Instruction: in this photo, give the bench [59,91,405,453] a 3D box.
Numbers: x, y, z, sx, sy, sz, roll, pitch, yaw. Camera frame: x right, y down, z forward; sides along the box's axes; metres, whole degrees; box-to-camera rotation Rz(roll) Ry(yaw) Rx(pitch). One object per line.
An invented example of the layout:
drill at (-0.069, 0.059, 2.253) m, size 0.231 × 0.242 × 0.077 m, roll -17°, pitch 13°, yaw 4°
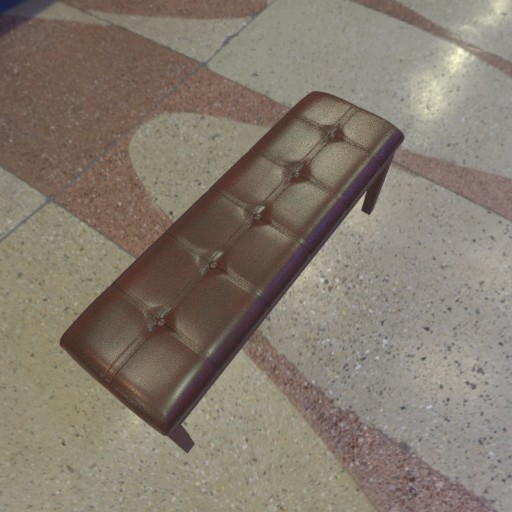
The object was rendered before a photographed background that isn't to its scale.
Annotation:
bench at (0.000, 0.000, 1.537) m, size 0.401 × 0.491 × 1.259 m, roll 33°, pitch 64°, yaw 18°
